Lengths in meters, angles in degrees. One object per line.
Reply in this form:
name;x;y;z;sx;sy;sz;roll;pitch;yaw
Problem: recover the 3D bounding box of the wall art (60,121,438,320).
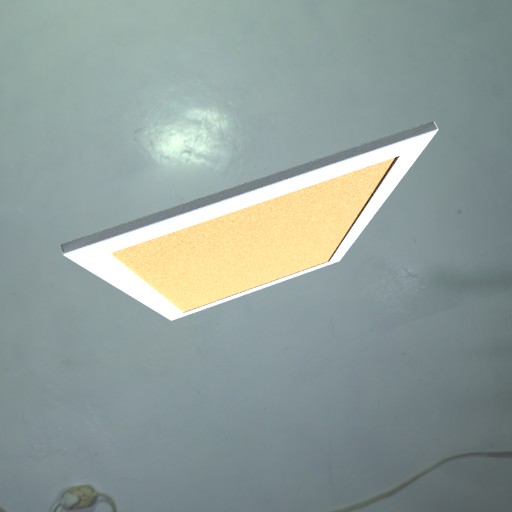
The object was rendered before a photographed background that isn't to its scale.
wall art;0.000;0.000;0.672;0.374;0.529;0.012;-19;76;-5
